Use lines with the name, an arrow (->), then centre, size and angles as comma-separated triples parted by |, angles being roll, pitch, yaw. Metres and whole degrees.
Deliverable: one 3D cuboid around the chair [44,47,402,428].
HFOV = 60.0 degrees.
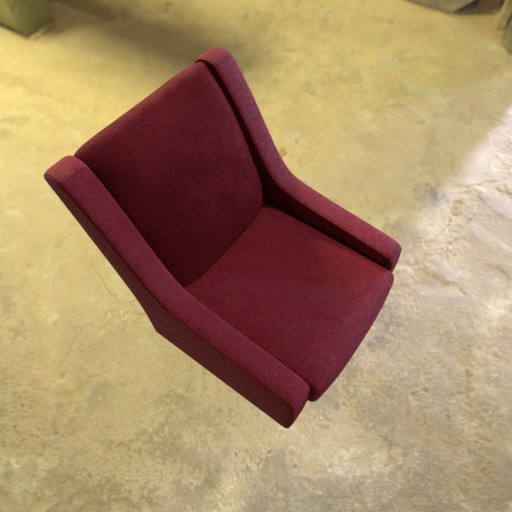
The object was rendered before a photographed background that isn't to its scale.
chair -> 0.000, 0.000, 1.701 | 0.985, 1.017, 0.793 | 32, 63, 19
